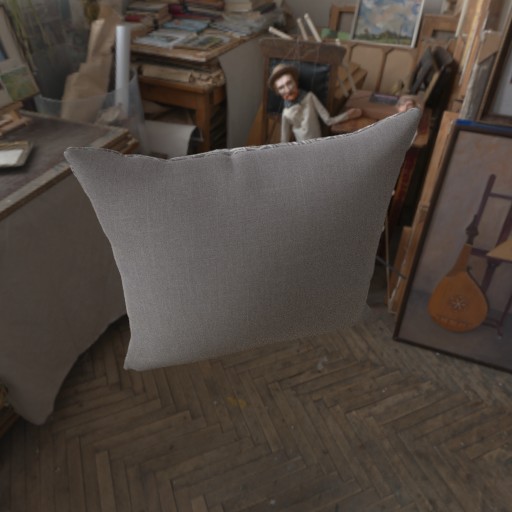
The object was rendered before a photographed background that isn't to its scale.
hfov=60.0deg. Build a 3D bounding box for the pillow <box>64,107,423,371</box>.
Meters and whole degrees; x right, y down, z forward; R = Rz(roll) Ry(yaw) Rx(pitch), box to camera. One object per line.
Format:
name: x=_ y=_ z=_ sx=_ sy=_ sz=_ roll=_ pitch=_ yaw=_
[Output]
pillow: x=0.000 y=0.000 z=0.792 sx=0.546 sy=0.487 sz=0.180 roll=-10 pitch=41 yaw=-12
